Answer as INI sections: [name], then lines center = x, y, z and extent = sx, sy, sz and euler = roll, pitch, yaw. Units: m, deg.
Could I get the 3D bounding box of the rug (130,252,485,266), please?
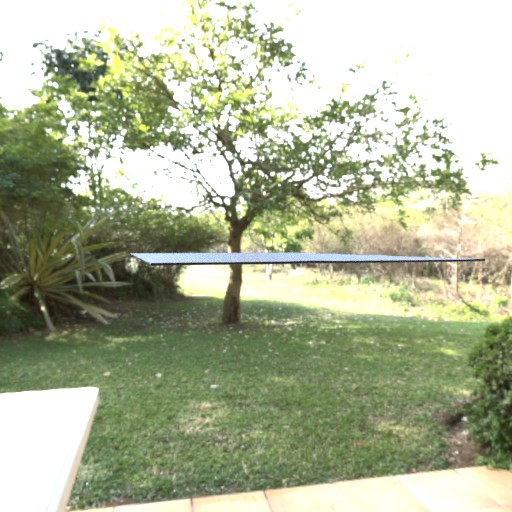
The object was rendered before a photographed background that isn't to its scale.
[rug]
center = 0.000, 0.000, 2.338
extent = 1.231, 0.012, 1.835
euler = 0, 1, -18
